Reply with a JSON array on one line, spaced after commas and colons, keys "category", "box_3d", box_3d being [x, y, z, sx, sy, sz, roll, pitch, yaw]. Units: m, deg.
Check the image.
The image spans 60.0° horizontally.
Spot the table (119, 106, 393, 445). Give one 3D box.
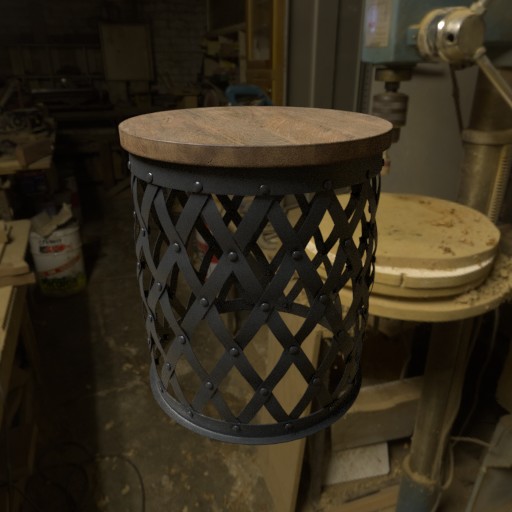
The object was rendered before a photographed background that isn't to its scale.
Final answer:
[{"category": "table", "box_3d": [0.000, 0.000, 0.771, 0.405, 0.454, 0.405, 0, 25, 0]}]
